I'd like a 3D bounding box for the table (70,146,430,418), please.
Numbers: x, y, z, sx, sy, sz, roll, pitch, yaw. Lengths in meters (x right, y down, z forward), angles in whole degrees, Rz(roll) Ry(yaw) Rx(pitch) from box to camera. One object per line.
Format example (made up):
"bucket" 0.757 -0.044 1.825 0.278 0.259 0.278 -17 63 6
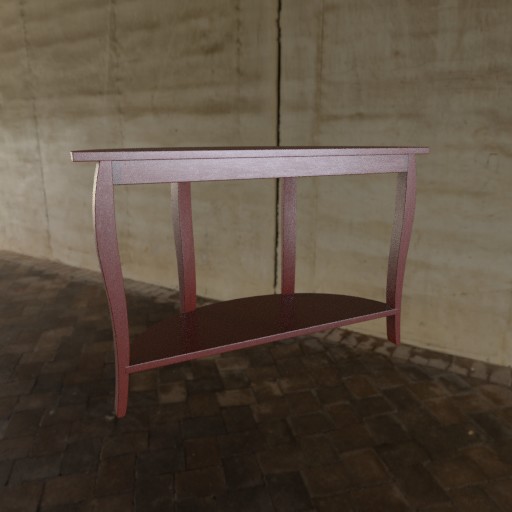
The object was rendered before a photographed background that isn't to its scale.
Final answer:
"table" 0.000 0.000 1.639 1.219 0.779 0.405 -7 17 -25
